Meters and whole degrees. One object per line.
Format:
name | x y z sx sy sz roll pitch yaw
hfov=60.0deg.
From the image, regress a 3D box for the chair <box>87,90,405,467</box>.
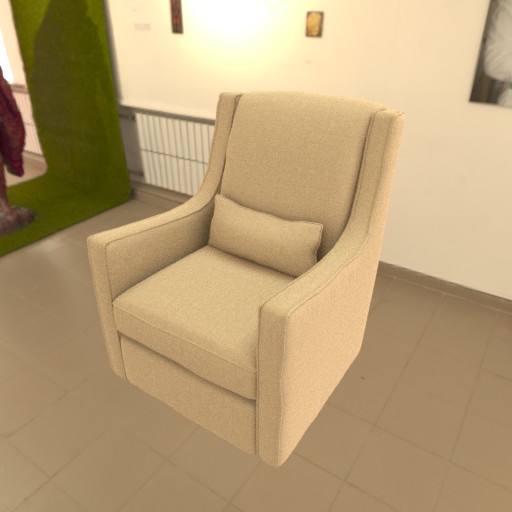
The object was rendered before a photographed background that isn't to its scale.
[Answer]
chair | 0.000 0.000 1.558 0.732 0.993 0.879 18 35 29
